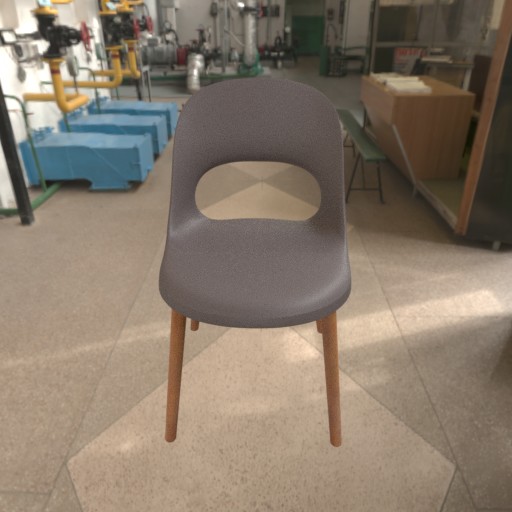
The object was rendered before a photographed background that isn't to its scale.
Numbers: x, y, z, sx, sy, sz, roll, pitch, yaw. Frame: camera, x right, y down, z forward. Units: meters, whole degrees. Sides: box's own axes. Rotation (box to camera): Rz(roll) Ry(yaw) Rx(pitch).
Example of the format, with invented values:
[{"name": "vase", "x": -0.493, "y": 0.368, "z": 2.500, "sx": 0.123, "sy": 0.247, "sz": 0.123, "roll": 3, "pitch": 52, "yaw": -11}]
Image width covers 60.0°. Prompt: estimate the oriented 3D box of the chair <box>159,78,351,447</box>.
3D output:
[{"name": "chair", "x": 0.000, "y": 0.000, "z": 1.151, "sx": 0.470, "sy": 0.794, "sz": 0.556, "roll": 1, "pitch": 29, "yaw": 2}]
